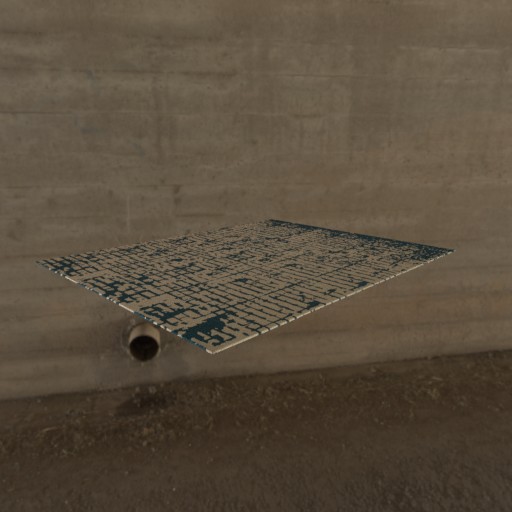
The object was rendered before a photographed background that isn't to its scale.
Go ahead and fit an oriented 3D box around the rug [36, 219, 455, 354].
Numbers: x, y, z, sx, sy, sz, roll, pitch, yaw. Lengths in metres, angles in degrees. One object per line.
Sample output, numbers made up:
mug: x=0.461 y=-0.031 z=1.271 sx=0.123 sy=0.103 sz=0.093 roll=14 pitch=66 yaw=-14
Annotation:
rug: x=0.000 y=0.000 z=4.061 sx=3.017 sy=0.014 sz=2.416 roll=-14 pitch=20 yaw=-43
